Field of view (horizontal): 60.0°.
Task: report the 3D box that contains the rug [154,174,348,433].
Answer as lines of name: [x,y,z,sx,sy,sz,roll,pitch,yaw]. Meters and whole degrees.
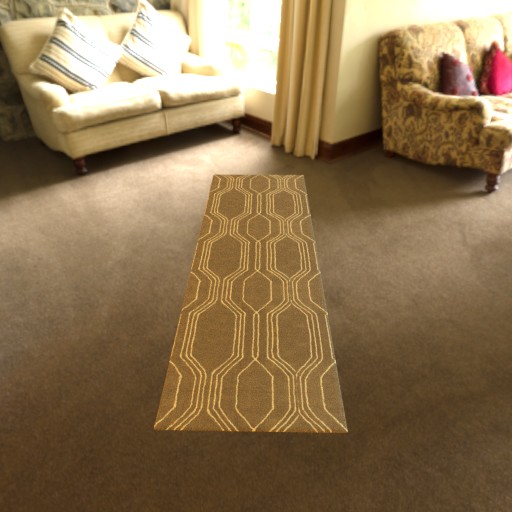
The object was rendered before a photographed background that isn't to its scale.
rug: [0.000,0.000,2.780,0.773,0.012,2.464,1,34,1]
